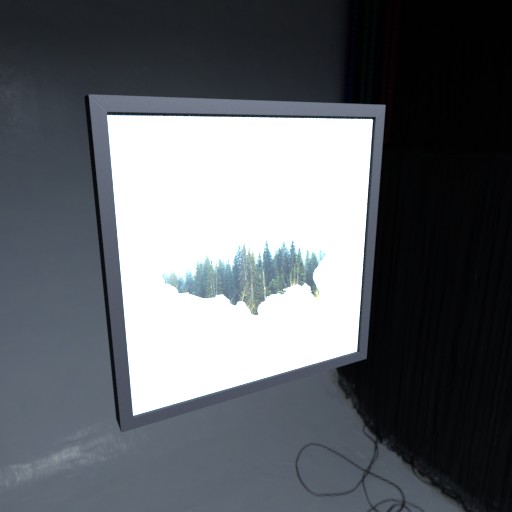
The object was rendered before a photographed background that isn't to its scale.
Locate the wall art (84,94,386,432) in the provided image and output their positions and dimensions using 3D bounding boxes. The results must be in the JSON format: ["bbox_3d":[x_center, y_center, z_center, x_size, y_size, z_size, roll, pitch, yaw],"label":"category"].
[{"bbox_3d":[0.000,0.000,0.771,0.509,0.509,0.040,-8,18,-27],"label":"wall art"}]
